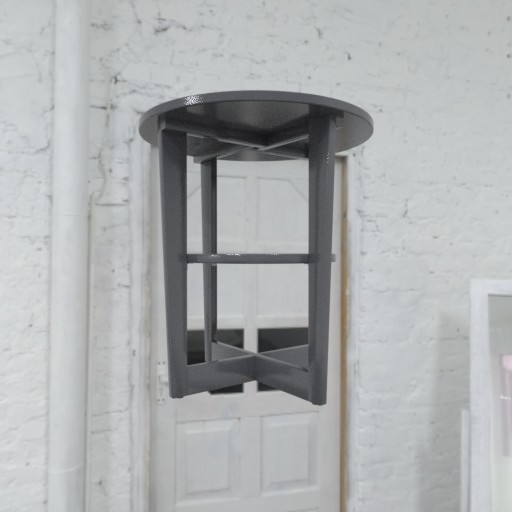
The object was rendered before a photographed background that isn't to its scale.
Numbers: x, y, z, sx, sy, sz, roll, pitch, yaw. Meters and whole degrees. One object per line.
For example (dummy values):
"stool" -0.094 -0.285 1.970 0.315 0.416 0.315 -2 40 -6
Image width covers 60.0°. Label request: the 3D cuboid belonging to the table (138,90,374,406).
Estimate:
"table" 0.000 0.000 0.977 0.500 0.550 0.500 0 1 0
